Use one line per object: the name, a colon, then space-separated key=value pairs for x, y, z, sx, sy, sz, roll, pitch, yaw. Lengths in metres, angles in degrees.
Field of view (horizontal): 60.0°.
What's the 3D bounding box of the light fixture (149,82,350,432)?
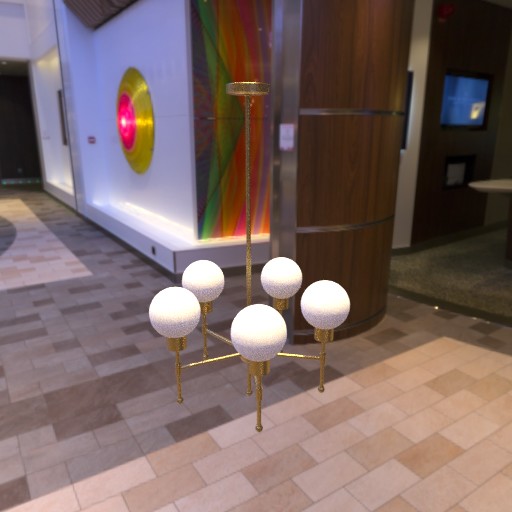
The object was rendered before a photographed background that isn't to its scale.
light fixture: x=0.000 y=0.000 z=1.837 sx=0.785 sy=1.331 sz=0.815 roll=3 pitch=16 yaw=10
